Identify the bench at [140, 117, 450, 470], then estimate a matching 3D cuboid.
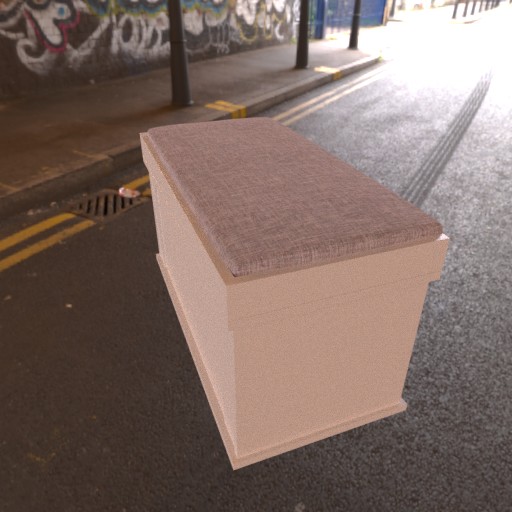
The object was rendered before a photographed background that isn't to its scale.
[{"bbox_3d":[0.000,0.000,1.007,0.362,0.461,0.734,-11,33,-18],"label":"bench"}]
